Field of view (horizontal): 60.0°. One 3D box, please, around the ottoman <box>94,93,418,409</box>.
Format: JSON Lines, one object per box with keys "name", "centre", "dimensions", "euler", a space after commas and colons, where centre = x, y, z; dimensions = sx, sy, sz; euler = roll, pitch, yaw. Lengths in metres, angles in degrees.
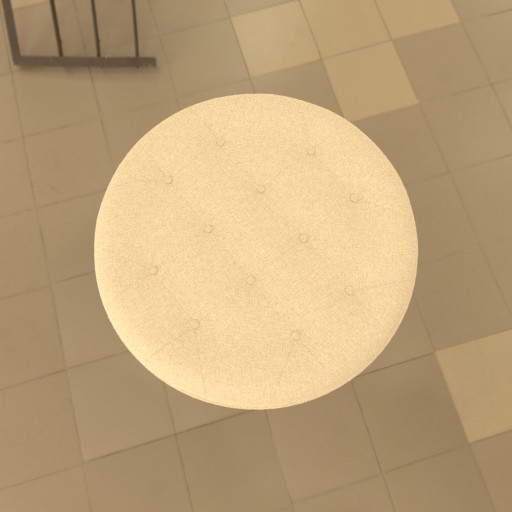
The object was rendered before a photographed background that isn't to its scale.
{"name": "ottoman", "centre": [0.000, 0.000, 1.331], "dimensions": [0.848, 0.494, 0.848], "euler": [0, 76, 0]}
